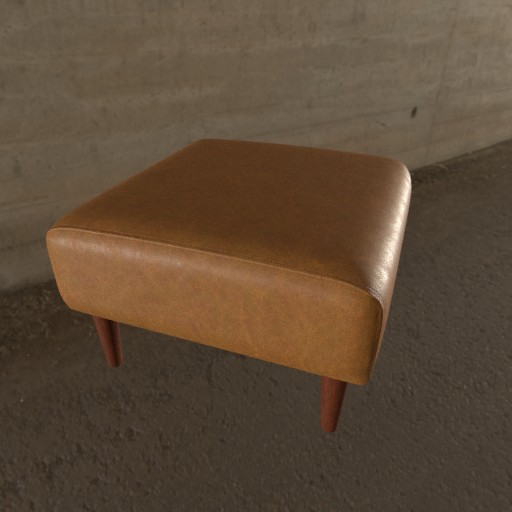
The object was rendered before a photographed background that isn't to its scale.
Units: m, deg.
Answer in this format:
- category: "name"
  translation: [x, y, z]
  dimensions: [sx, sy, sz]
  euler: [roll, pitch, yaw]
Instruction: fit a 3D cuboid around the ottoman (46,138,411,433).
- category: "ottoman"
  translation: [0.000, 0.000, 1.069]
  dimensions: [0.650, 0.399, 0.650]
  euler: [11, 32, 18]
